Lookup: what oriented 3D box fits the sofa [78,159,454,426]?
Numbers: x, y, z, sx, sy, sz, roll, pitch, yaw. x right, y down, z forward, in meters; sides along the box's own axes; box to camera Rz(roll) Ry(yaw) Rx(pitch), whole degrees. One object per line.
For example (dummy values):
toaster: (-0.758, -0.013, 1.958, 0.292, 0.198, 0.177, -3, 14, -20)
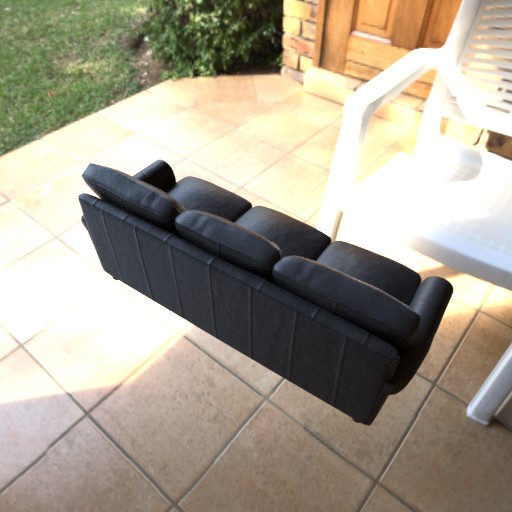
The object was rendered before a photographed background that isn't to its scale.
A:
sofa: (0.000, 0.000, 2.947, 2.387, 0.977, 0.974, 26, 51, 23)
